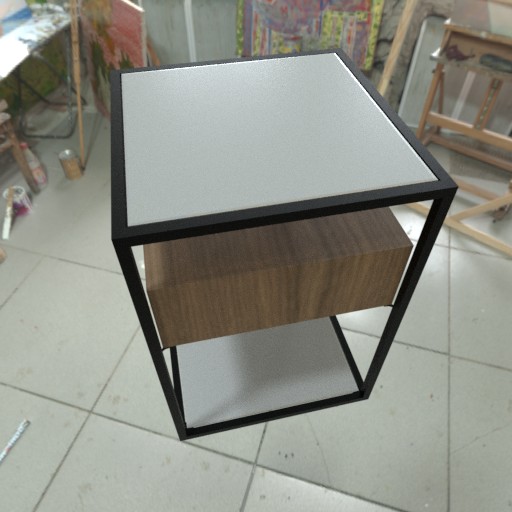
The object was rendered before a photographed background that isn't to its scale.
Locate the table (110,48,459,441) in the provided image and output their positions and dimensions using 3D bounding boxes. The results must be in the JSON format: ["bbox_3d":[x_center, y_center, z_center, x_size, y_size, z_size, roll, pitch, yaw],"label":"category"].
[{"bbox_3d":[0.000,0.000,0.788,0.378,0.540,0.378,-9,48,-9],"label":"table"}]
